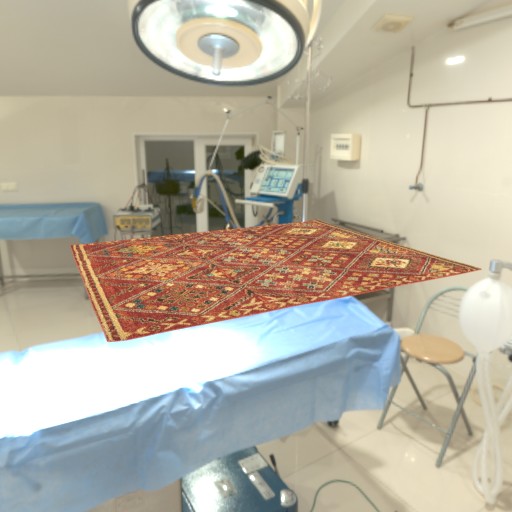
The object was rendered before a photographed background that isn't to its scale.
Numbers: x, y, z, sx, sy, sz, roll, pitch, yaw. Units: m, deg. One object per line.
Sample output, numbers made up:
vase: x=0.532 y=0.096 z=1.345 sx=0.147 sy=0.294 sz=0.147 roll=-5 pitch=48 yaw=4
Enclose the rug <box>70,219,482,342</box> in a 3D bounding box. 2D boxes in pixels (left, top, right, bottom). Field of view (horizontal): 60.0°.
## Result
rug: x=0.000 y=0.000 z=4.180 sx=3.086 sy=0.030 sz=2.489 roll=-8 pitch=17 yaw=-26
